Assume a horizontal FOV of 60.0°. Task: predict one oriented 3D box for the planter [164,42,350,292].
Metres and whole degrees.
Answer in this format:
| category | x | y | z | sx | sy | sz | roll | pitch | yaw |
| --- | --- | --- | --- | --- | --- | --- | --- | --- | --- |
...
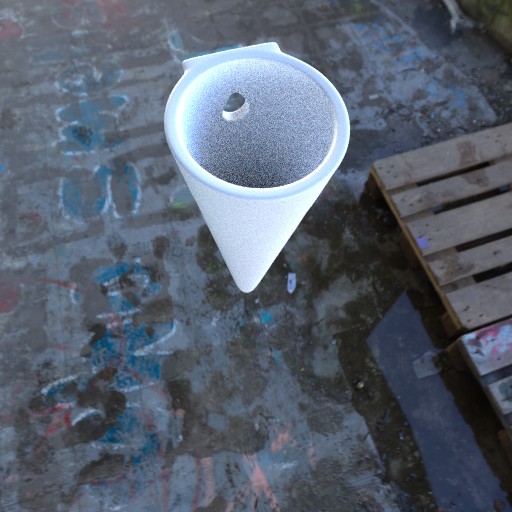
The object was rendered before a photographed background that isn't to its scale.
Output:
| category | x | y | z | sx | sy | sz | roll | pitch | yaw |
| --- | --- | --- | --- | --- | --- | --- | --- | --- | --- |
| planter | 0.000 | 0.000 | 0.224 | 0.057 | 0.193 | 0.064 | -15 | 64 | -8 |
